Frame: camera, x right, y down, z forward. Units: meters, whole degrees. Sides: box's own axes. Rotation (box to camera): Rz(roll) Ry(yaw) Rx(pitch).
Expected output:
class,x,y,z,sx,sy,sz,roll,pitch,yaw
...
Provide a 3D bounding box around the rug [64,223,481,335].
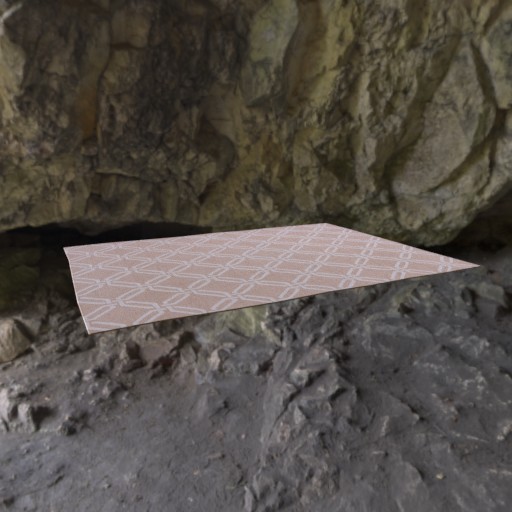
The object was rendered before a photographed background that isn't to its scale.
class,x,y,z,sx,sy,sz,roll,pitch,yaw
rug,0.000,0.000,4.337,3.365,0.020,2.452,-7,16,-25
